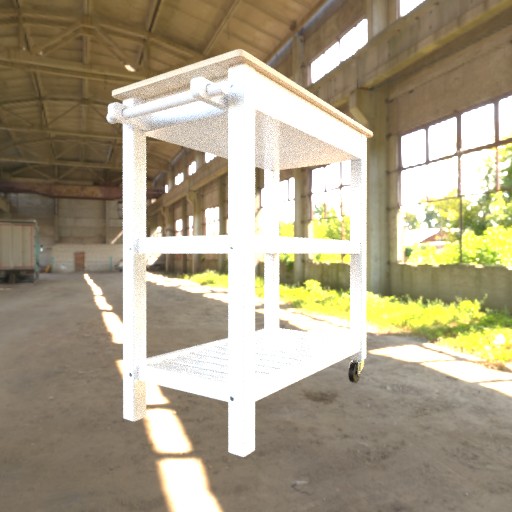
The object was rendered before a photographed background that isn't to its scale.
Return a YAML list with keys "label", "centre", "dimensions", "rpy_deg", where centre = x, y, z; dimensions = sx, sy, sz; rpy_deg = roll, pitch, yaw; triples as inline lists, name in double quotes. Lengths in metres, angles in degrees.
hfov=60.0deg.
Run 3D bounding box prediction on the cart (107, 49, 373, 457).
- label: "cart"
  centre: [0.000, 0.000, 1.434]
  dimensions: [0.457, 0.927, 0.899]
  rpy_deg: [0, 0, 35]
